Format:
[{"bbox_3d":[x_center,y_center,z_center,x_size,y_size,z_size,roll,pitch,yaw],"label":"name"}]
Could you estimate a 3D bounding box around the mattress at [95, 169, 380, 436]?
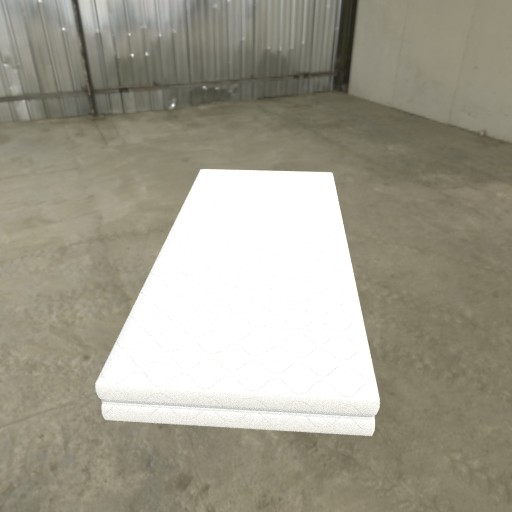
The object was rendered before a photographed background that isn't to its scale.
[{"bbox_3d":[0.000,0.000,2.224,0.900,0.200,1.900,2,32,3],"label":"mattress"}]
